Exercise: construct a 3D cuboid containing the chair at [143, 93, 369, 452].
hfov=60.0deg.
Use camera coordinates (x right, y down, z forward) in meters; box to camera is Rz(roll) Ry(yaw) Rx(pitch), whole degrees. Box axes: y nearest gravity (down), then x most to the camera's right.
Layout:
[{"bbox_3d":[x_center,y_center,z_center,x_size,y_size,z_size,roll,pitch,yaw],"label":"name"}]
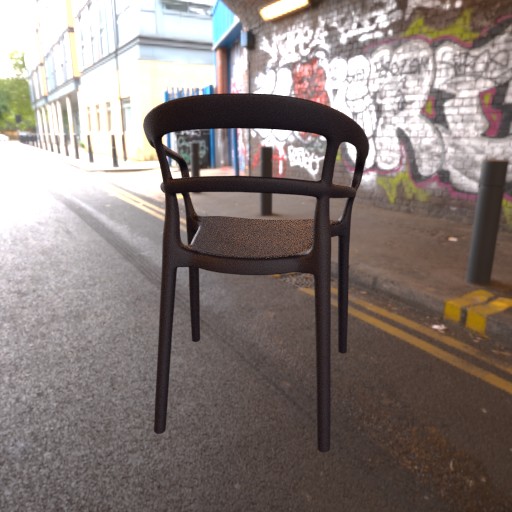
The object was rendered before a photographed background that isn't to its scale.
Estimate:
[{"bbox_3d":[0.000,0.000,1.156,0.559,0.761,0.527,3,16,9],"label":"chair"}]
